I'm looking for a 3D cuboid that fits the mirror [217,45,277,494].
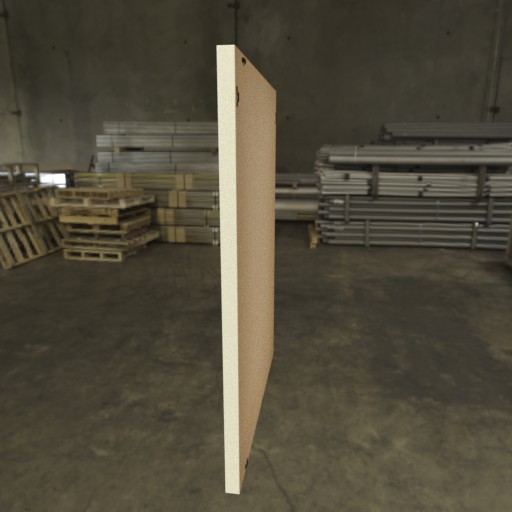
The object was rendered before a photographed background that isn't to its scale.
[{"bbox_3d":[0.000,0.000,1.332,0.040,1.016,0.762,2,14,8],"label":"mirror"}]
